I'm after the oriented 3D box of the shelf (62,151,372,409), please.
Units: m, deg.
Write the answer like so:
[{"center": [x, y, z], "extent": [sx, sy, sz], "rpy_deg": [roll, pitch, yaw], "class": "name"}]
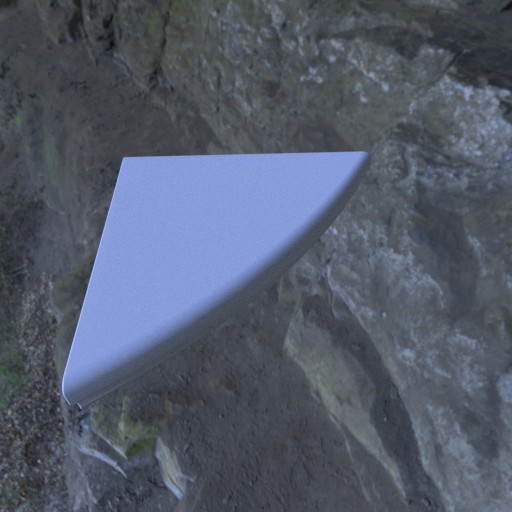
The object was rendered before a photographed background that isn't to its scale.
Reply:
[{"center": [0.000, 0.000, 0.461], "extent": [0.310, 0.050, 0.310], "rpy_deg": [-2, 46, -2], "class": "shelf"}]
